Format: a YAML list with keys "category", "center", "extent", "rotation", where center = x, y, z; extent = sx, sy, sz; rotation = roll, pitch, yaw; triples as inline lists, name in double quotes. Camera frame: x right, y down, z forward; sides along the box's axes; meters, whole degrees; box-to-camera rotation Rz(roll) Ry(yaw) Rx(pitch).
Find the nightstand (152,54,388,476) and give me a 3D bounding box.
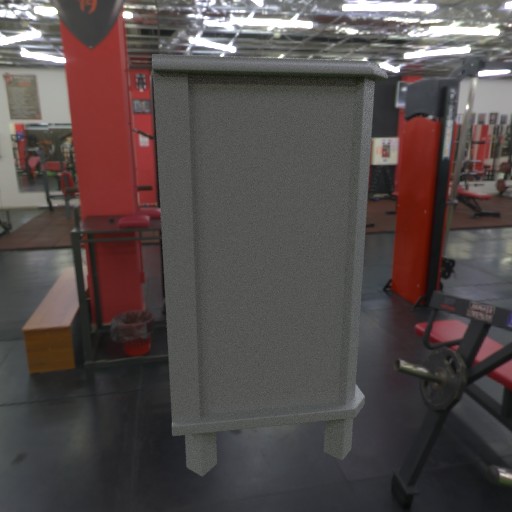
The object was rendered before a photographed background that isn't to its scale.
- category: "nightstand"
  center: [0.000, 0.000, 0.908]
  extent: [0.350, 0.680, 0.450]
  rotation: [-2, 15, -9]
